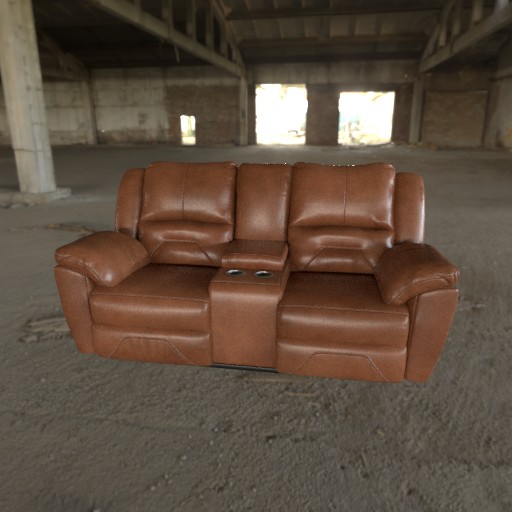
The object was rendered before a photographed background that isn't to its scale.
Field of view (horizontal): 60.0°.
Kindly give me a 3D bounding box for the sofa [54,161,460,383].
[{"bbox_3d":[0.000,0.000,2.619,2.058,1.043,0.991,3,17,9],"label":"sofa"}]
